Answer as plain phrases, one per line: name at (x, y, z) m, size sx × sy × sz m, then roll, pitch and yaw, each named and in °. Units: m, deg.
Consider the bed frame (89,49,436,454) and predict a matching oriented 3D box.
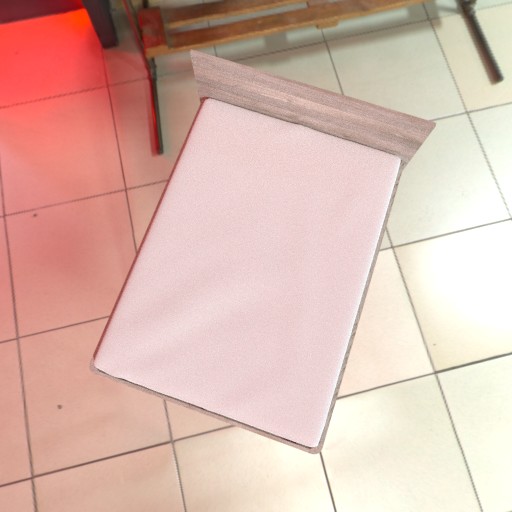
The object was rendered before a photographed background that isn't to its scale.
bed frame at (0.000, 0.000, 2.734) m, size 1.490 × 0.800 × 1.950 m, roll 19°, pitch 76°, yaw 5°
